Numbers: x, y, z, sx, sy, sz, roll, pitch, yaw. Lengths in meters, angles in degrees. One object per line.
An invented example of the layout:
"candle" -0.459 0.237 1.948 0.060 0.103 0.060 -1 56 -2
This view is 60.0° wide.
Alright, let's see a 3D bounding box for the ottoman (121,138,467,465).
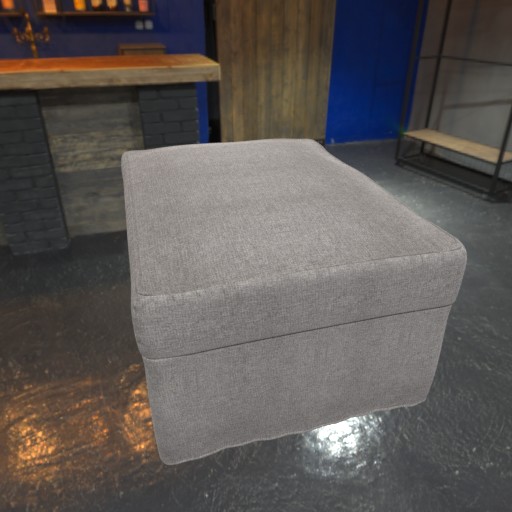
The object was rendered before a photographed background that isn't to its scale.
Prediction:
"ottoman" 0.000 0.000 1.213 0.652 0.492 0.833 -8 31 -14
